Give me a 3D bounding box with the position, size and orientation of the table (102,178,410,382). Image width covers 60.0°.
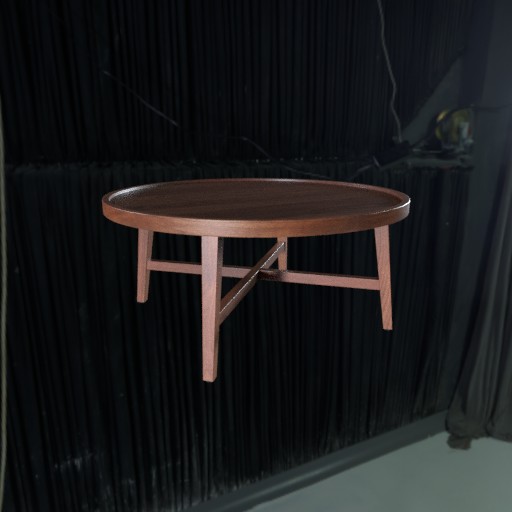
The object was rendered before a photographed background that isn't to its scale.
[{"bbox_3d":[0.000,0.000,1.262,0.800,0.360,0.800,0,16,0],"label":"table"}]
